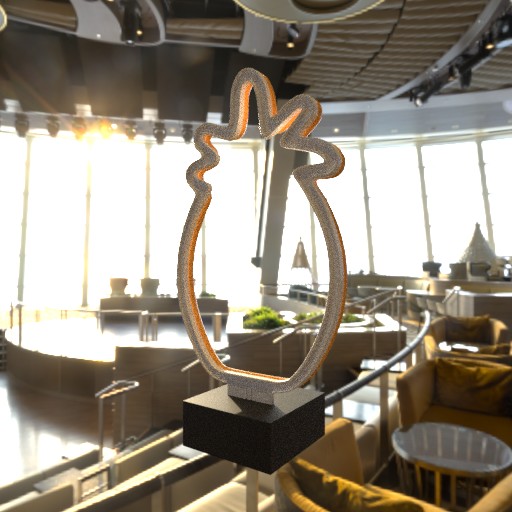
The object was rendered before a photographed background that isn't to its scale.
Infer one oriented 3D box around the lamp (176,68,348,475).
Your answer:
[{"bbox_3d":[0.000,0.000,0.382,0.167,0.317,0.088,0,0,35],"label":"lamp"}]
